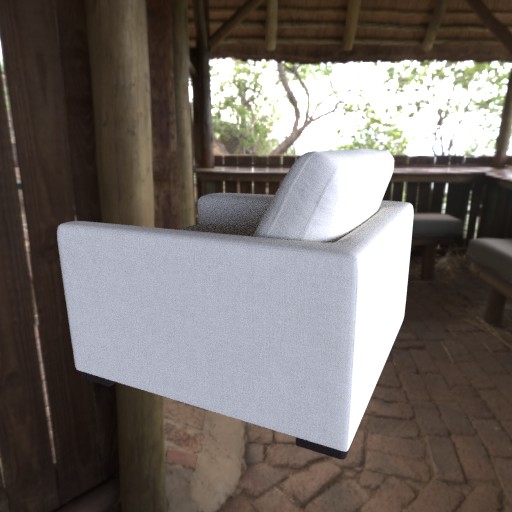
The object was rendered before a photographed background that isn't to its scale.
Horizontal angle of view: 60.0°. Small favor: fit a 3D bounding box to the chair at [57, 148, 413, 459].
[{"bbox_3d":[0.000,0.000,1.844,1.100,0.876,1.070,7,17,25],"label":"chair"}]
